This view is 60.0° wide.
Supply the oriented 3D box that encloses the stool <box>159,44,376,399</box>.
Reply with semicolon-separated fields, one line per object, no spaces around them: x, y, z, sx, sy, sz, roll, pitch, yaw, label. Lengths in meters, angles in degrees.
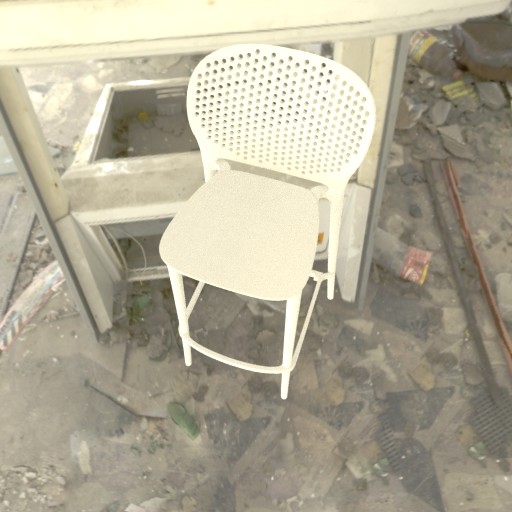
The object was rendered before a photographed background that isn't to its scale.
0.000;0.000;1.351;0.536;1.045;0.535;16;60;10;stool
